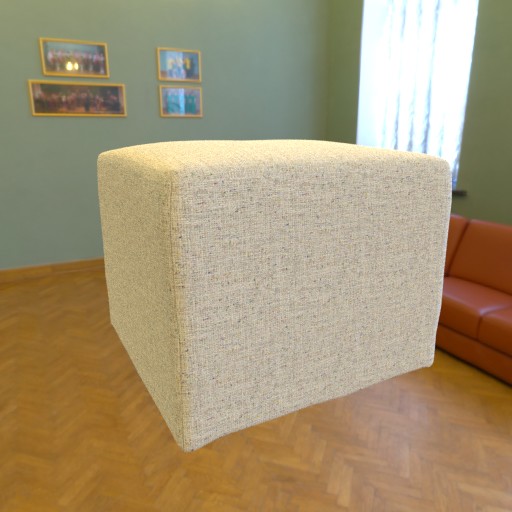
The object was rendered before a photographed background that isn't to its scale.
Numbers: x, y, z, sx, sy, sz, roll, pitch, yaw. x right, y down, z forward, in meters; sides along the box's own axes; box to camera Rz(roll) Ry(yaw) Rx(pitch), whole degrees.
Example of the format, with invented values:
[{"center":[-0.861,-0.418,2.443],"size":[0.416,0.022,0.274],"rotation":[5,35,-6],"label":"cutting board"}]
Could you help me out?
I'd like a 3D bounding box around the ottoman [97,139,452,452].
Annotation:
[{"center":[0.000,0.000,0.896],"size":[0.521,0.453,0.512],"rotation":[-8,18,-27],"label":"ottoman"}]
